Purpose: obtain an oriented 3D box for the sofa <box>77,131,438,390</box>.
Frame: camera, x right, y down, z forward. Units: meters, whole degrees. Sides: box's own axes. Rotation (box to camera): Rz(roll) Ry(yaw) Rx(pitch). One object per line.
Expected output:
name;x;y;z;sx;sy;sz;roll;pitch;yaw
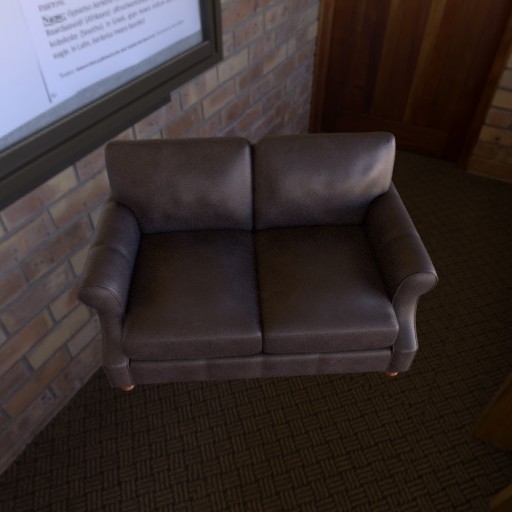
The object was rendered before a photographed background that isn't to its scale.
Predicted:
sofa;0.000;0.000;2.351;1.663;0.979;1.030;-2;44;-2
